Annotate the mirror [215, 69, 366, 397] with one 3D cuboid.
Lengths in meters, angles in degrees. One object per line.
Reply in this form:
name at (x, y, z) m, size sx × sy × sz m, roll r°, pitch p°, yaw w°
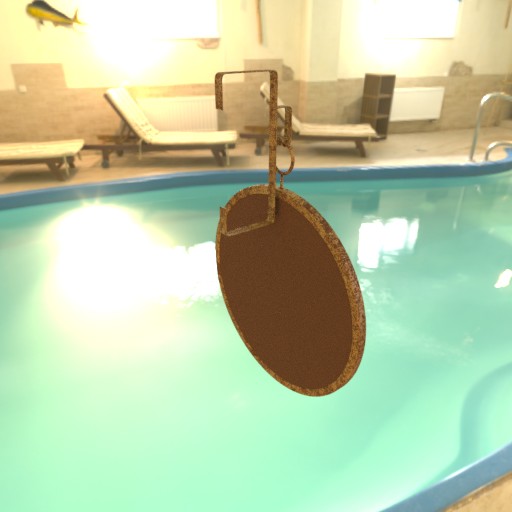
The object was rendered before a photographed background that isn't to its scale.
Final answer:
mirror at (0.000, 0.000, 0.841) m, size 0.144 × 0.651 × 0.447 m, roll -19°, pitch 32°, yaw -33°
